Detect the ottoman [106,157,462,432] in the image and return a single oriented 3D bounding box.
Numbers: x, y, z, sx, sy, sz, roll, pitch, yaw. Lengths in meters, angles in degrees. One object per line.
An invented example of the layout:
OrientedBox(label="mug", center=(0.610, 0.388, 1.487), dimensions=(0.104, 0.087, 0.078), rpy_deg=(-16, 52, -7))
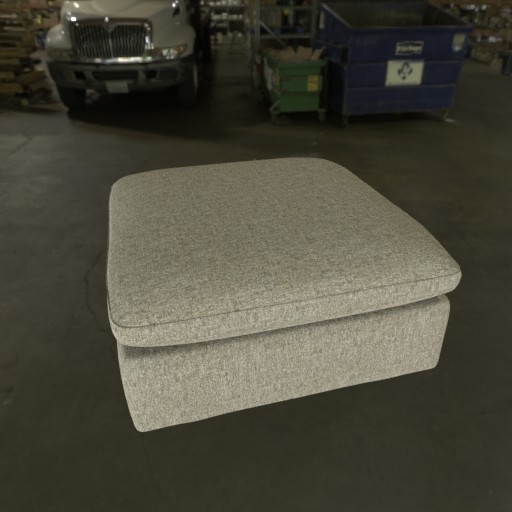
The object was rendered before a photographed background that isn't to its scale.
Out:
OrientedBox(label="ottoman", center=(0.000, 0.000, 1.662), dimensions=(1.035, 0.526, 1.039), rpy_deg=(-8, 31, -13))
